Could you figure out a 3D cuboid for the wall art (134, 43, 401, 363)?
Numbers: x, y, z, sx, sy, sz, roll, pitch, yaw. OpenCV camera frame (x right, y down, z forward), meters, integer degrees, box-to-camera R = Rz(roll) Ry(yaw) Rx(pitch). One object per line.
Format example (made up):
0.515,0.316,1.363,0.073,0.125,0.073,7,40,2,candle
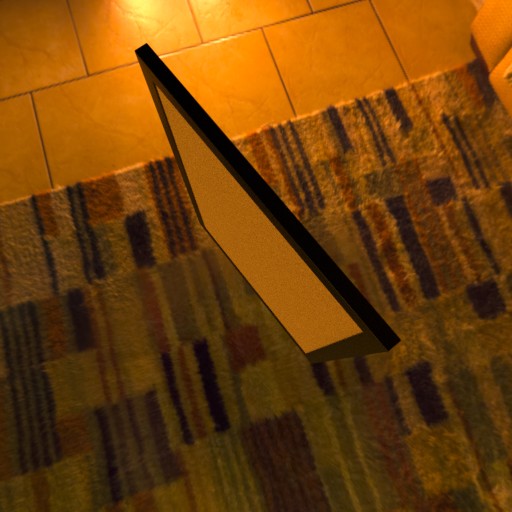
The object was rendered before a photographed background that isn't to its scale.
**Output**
0.000,0.000,0.539,0.013,0.432,0.304,-37,78,-9,wall art
